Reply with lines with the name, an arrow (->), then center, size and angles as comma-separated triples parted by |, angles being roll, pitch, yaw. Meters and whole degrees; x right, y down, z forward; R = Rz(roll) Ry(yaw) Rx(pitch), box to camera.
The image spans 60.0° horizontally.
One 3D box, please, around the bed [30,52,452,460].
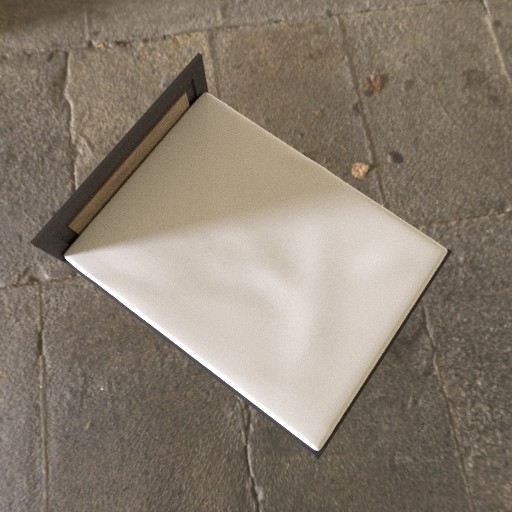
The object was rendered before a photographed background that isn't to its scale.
bed -> 0.000, 0.000, 2.950 | 2.073, 0.823, 1.585 | 35, 78, 8
